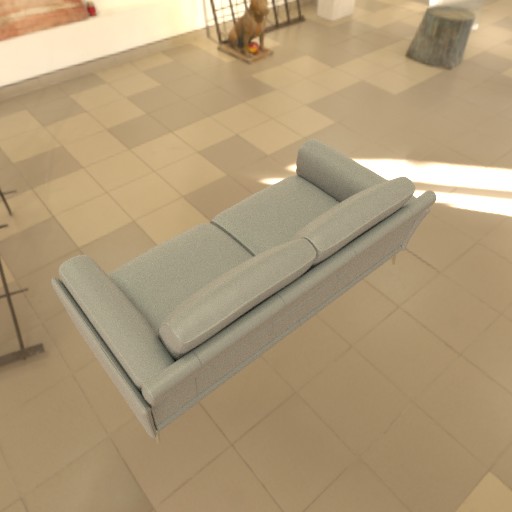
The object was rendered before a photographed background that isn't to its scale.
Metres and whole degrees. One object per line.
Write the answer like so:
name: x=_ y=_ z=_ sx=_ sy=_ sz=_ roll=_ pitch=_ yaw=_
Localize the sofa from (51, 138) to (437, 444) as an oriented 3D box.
sofa: x=0.000 y=0.000 z=2.699 sx=2.101 sy=0.930 sz=1.049 roll=-32 pitch=54 yaw=-26
